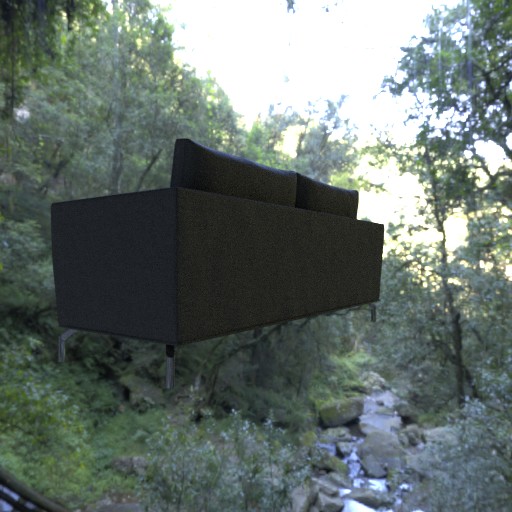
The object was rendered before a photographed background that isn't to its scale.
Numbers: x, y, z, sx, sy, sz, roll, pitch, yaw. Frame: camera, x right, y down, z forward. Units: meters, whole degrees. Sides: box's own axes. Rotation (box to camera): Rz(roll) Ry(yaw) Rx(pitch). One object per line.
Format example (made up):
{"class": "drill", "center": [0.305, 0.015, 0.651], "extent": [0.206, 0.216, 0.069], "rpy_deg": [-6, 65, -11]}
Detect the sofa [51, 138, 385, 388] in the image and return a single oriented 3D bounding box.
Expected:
{"class": "sofa", "center": [0.000, 0.000, 2.741], "extent": [0.869, 1.002, 2.212], "rpy_deg": [0, 0, 35]}
